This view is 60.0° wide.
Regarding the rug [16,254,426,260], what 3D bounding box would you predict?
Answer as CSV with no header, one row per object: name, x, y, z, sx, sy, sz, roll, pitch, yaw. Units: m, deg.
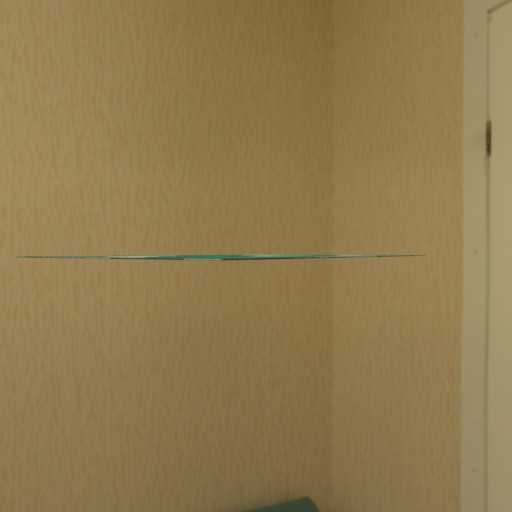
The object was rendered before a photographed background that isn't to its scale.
rug,0.000,0.000,2.961,1.528,0.005,2.420,0,1,37
